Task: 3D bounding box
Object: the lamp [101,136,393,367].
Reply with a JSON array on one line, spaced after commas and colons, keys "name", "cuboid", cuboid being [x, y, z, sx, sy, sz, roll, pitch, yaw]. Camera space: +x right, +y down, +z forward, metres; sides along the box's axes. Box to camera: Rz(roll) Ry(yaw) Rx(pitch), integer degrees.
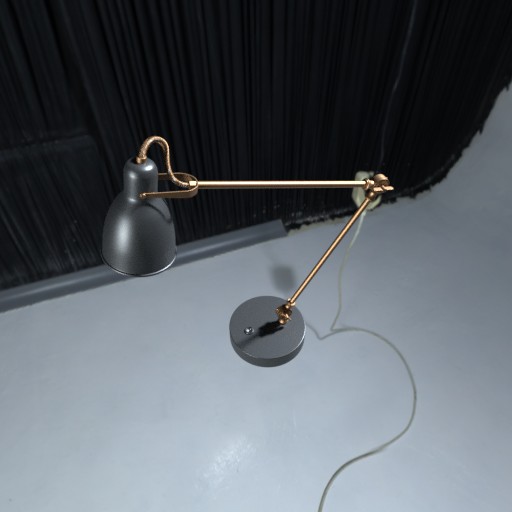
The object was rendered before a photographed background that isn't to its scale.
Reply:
[{"name": "lamp", "cuboid": [0.000, 0.000, 0.893, 0.561, 0.587, 0.187, -15, 48, -14]}]
